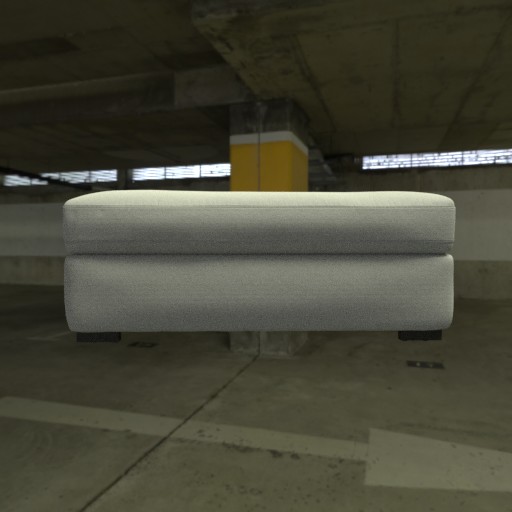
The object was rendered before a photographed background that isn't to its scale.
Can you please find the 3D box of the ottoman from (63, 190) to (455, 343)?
[{"bbox_3d":[0.000,0.000,1.827,1.167,0.482,1.163,0,1,-1],"label":"ottoman"}]
